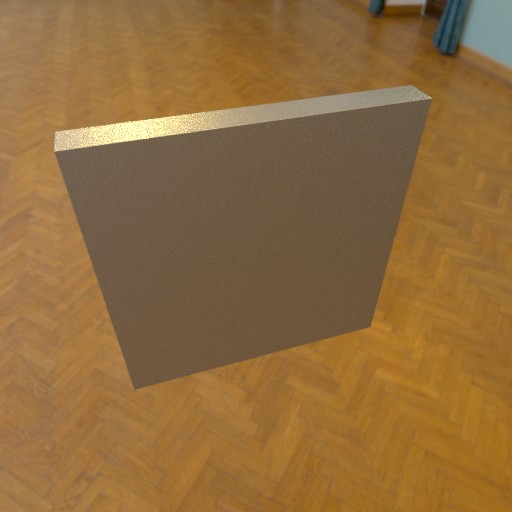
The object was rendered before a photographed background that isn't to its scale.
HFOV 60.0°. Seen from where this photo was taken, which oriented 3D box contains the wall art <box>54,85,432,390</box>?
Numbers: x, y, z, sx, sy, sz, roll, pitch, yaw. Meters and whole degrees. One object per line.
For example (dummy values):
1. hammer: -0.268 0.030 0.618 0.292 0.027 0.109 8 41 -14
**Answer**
1. wall art: 0.000 0.000 0.523 0.350 0.350 0.038 -12 43 -13
